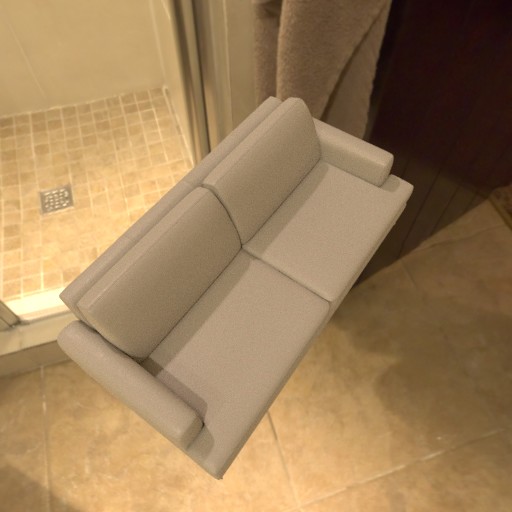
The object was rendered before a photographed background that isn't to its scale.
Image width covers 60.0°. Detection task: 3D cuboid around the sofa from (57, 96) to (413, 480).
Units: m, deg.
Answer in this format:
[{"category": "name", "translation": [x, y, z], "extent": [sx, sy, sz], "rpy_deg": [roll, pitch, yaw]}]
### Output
[{"category": "sofa", "translation": [0.000, 0.000, 2.371], "extent": [0.974, 0.765, 1.940], "rpy_deg": [31, 63, 18]}]
